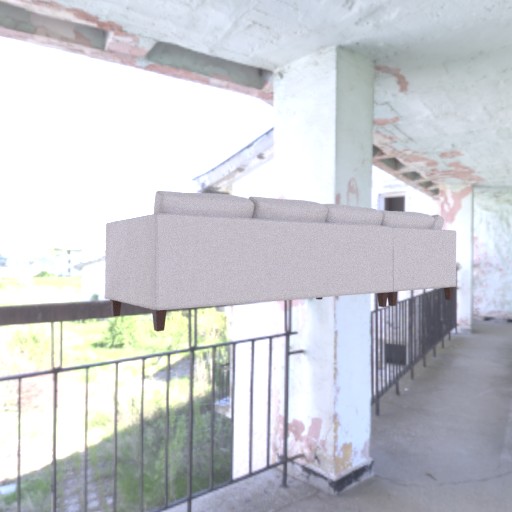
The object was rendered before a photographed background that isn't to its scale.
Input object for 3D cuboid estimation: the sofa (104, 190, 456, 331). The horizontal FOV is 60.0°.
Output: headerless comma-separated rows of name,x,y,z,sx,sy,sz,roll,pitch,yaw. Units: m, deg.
sofa,0.000,0.000,4.424,3.182,0.863,2.432,0,0,-36
